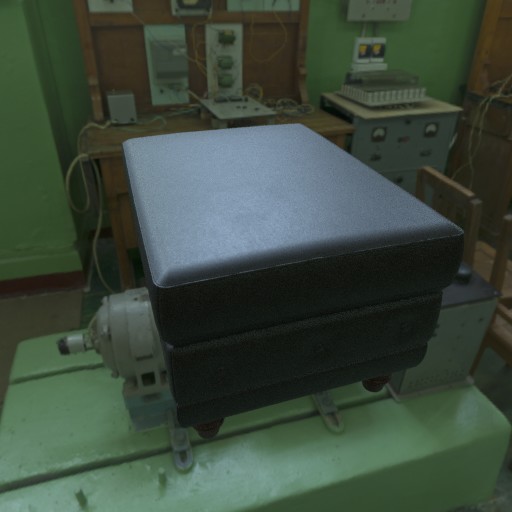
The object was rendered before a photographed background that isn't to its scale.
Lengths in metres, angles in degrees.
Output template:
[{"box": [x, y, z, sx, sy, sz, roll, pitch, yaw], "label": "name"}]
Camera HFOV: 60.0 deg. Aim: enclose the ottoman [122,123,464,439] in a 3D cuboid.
[{"box": [0.000, 0.000, 1.172, 0.590, 0.498, 0.795, -10, 33, -15], "label": "ottoman"}]
